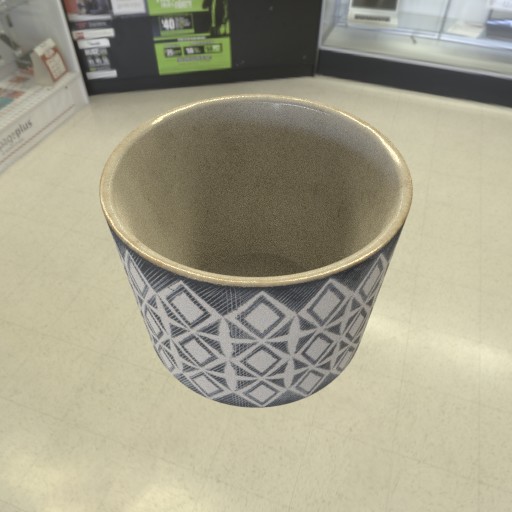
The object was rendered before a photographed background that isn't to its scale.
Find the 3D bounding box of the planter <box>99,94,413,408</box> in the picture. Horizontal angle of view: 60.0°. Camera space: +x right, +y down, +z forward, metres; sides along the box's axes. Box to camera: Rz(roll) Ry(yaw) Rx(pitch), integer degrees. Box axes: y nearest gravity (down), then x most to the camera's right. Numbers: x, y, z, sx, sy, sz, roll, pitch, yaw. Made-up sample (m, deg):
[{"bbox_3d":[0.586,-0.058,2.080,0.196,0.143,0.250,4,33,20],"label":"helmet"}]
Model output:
[{"bbox_3d":[0.000,0.000,0.339,0.192,0.165,0.192,0,47,0],"label":"planter"}]
